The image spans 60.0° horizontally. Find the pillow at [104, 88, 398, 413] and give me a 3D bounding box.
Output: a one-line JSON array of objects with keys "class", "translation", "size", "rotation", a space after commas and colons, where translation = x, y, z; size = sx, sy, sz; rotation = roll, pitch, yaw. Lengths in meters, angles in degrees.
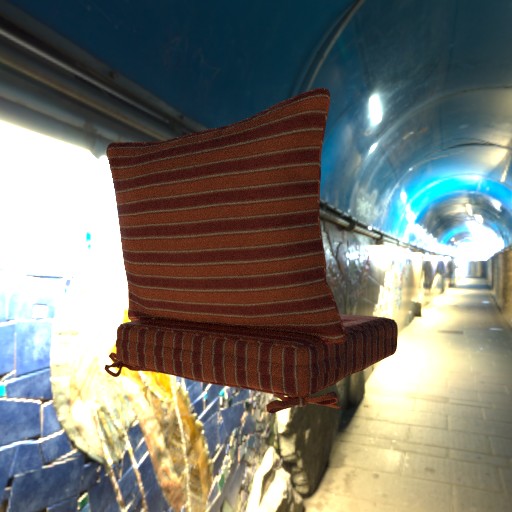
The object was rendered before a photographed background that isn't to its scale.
[{"class": "pillow", "translation": [0.000, 0.000, 1.421], "size": [0.799, 0.723, 0.733], "rotation": [-1, -2, 36]}]
